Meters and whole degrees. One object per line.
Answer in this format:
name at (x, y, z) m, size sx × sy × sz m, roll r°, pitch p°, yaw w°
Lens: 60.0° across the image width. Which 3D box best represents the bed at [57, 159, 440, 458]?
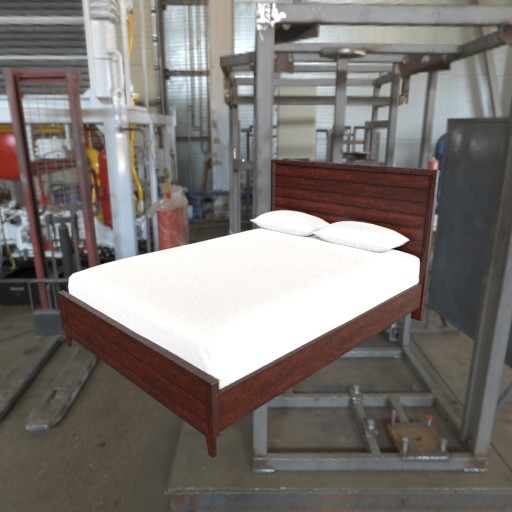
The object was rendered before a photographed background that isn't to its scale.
bed at (0.000, 0.000, 4.010) m, size 2.040 × 1.492 × 2.803 m, roll 15°, pitch 22°, yaw 42°
